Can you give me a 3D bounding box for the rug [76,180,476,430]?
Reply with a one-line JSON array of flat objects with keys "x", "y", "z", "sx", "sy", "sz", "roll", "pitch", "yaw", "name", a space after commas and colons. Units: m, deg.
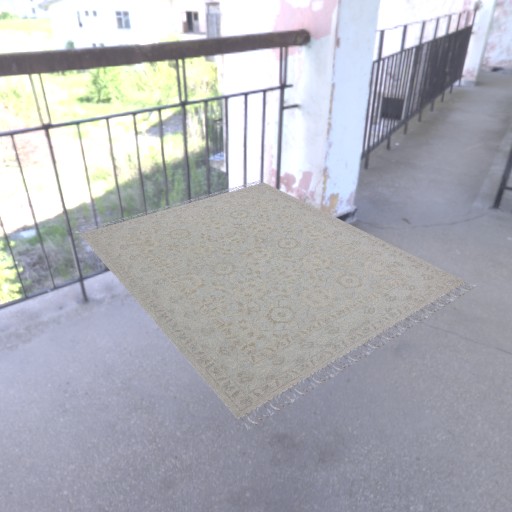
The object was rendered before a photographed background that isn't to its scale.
[{"x": 0.000, "y": 0.000, "z": 4.179, "sx": 2.444, "sy": 0.013, "sz": 3.043, "roll": -21, "pitch": 37, "yaw": -31, "name": "rug"}]
